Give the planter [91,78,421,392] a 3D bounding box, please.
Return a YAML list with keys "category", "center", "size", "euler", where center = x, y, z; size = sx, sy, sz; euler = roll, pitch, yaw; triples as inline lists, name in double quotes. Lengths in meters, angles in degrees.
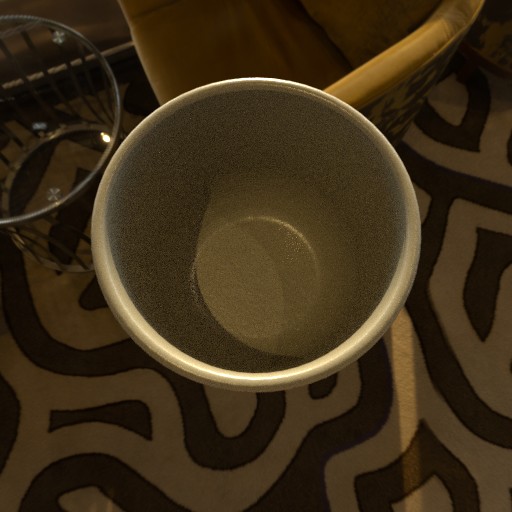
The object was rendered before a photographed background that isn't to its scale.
- category: "planter"
  center: [0.000, 0.000, 0.218]
  size: [0.124, 0.109, 0.124]
  euler: [0, 75, 0]
